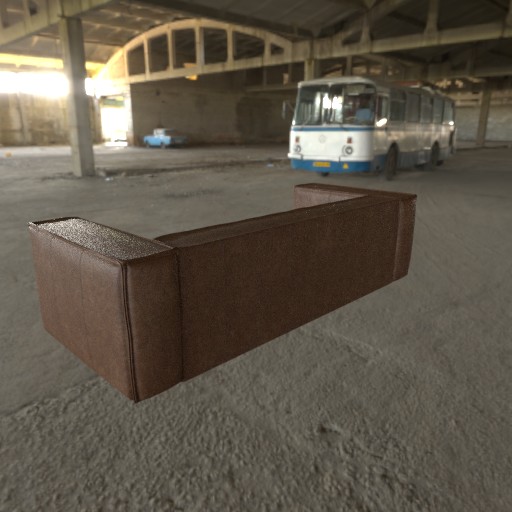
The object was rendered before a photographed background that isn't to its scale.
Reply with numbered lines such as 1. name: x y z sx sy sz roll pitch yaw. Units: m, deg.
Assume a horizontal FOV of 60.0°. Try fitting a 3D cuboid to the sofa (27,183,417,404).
1. sofa: 0.000 0.000 3.037 2.581 0.701 1.102 -16 23 -43
